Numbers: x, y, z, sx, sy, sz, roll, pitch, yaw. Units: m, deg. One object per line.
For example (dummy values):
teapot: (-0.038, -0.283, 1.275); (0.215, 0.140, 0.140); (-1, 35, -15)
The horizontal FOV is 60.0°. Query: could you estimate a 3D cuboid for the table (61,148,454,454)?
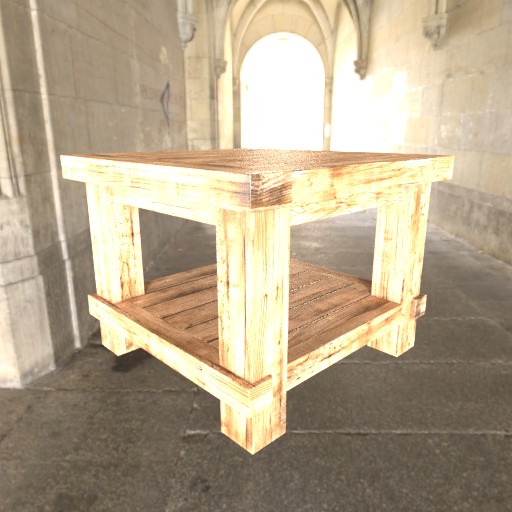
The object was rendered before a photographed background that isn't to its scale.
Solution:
table: (0.000, 0.000, 1.031); (0.610, 0.457, 0.610); (-15, 22, -42)
